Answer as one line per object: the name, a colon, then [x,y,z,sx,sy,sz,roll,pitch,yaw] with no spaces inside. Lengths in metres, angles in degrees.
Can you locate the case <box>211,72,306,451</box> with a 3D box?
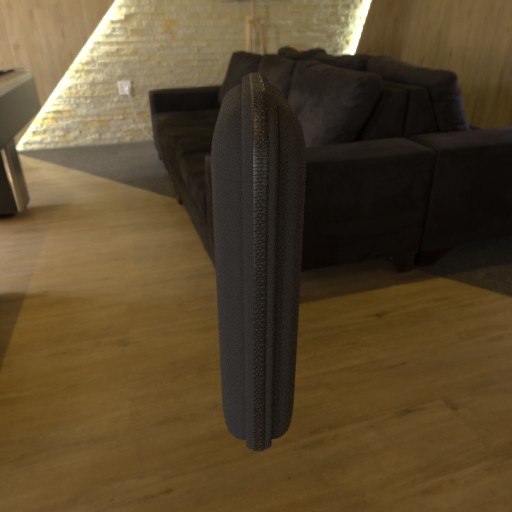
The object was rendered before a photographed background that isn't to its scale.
case: [0.000,0.000,0.197,0.030,0.147,0.107,-1,27,-1]
